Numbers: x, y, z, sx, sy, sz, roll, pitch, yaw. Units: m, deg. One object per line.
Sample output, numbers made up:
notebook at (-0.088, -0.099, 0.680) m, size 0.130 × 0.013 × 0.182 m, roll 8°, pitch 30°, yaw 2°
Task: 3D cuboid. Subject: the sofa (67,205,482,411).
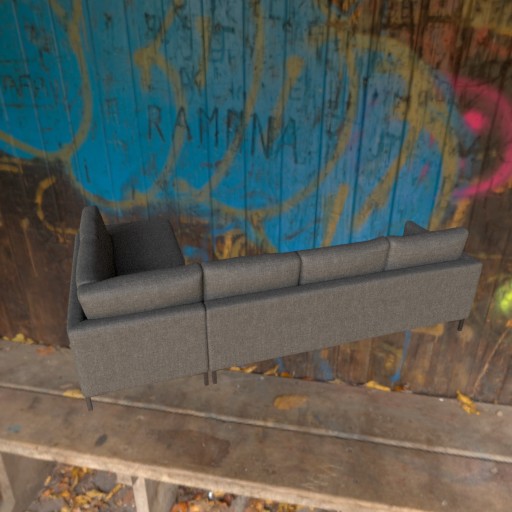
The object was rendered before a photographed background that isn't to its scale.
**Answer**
sofa at (0.000, 0.000, 3.834) m, size 2.972 × 0.858 × 1.984 m, roll -8°, pitch 28°, yaw -16°
